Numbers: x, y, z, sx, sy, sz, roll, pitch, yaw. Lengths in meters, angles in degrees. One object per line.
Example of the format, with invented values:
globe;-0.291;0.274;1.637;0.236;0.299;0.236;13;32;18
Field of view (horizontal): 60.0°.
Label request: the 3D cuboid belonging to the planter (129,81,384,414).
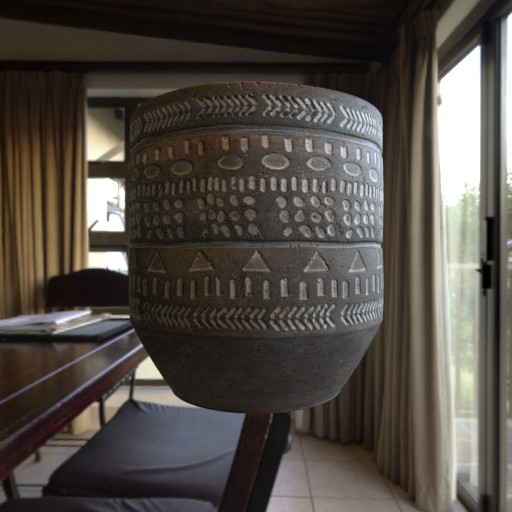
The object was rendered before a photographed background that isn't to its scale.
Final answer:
planter;0.000;0.000;0.257;0.142;0.149;0.142;0;0;0
